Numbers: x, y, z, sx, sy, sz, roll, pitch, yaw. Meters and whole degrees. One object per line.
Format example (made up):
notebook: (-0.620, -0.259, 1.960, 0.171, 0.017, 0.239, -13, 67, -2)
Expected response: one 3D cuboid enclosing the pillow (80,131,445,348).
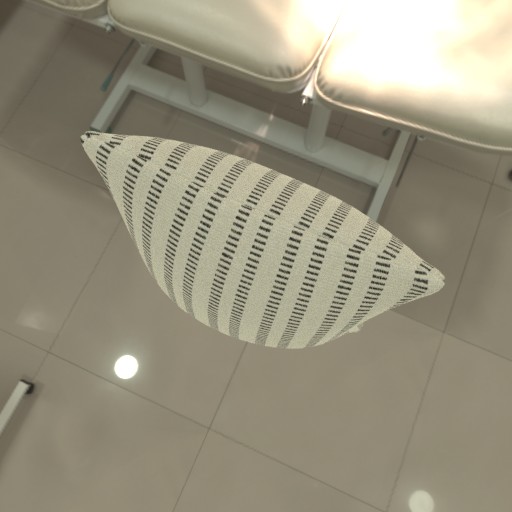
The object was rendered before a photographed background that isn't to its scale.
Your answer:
pillow: (0.000, 0.000, 0.678, 0.438, 0.419, 0.247, 23, 76, 6)
